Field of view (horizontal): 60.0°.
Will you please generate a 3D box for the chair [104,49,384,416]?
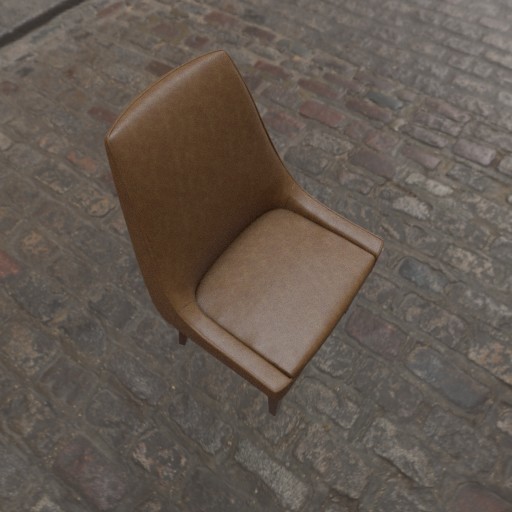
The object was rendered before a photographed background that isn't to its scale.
[{"bbox_3d":[0.000,0.000,1.189,0.544,0.861,0.529,32,63,18],"label":"chair"}]
